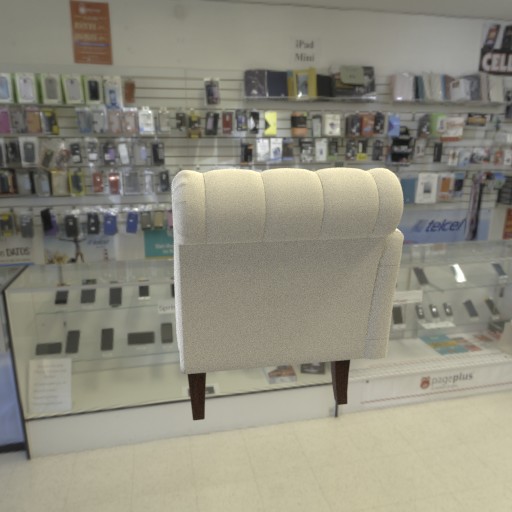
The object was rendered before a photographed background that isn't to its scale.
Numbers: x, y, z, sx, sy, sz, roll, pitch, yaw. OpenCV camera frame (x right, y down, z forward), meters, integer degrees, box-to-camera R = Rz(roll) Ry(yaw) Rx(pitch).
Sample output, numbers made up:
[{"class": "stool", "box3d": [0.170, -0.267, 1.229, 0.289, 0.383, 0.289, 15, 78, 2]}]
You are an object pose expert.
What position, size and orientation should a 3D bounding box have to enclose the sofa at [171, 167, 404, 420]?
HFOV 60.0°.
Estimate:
[{"class": "sofa", "box3d": [0.000, 0.000, 1.832, 0.675, 0.787, 1.379, -3, 15, -10]}]
